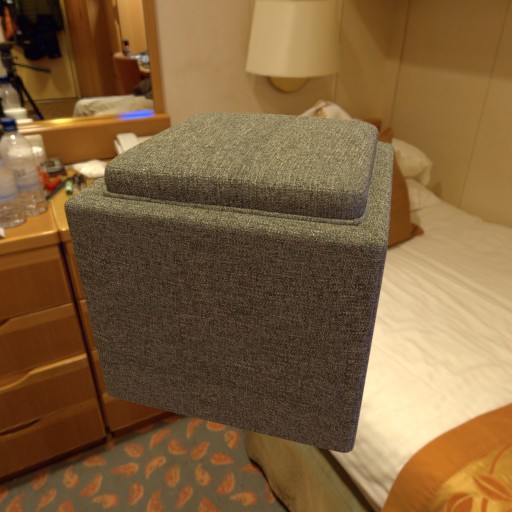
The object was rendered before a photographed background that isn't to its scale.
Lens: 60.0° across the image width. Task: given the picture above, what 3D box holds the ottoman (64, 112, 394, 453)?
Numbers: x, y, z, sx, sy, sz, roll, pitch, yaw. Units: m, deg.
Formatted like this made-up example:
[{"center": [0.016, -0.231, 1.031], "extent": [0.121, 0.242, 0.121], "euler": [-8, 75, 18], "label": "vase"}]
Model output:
[{"center": [0.000, 0.000, 0.838], "extent": [0.450, 0.460, 0.450], "euler": [8, 31, 14], "label": "ottoman"}]
